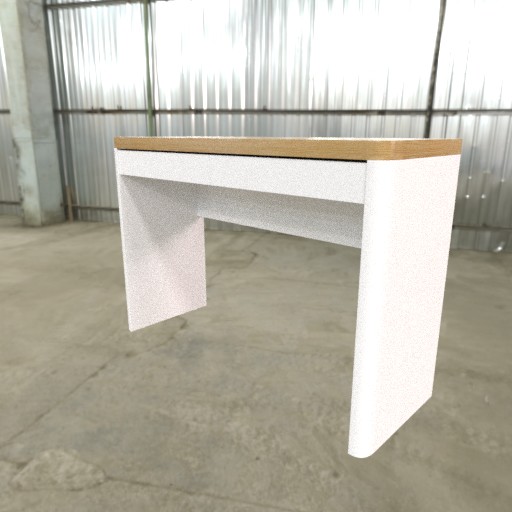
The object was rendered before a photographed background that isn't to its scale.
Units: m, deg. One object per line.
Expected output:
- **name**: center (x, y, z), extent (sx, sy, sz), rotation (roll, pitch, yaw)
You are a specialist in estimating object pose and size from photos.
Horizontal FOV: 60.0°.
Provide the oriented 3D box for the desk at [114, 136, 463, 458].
- **desk**: center (0.000, 0.000, 1.474), extent (1.100, 0.760, 0.390), rotation (14, 21, 42)
